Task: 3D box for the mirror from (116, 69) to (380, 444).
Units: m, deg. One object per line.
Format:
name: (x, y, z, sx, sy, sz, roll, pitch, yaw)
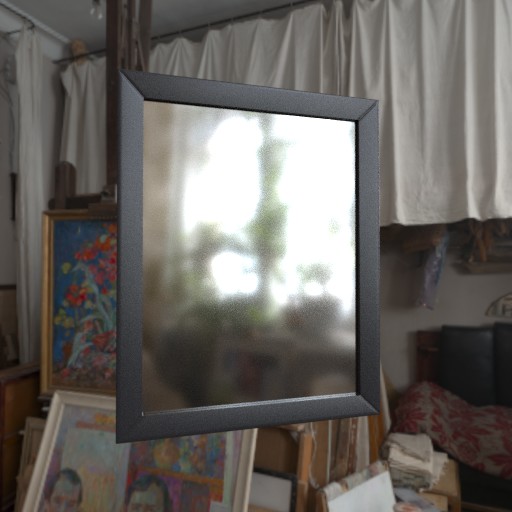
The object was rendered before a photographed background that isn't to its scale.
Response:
mirror: (0.000, 0.000, 0.676, 0.405, 0.508, 0.041, 0, -1, -17)
